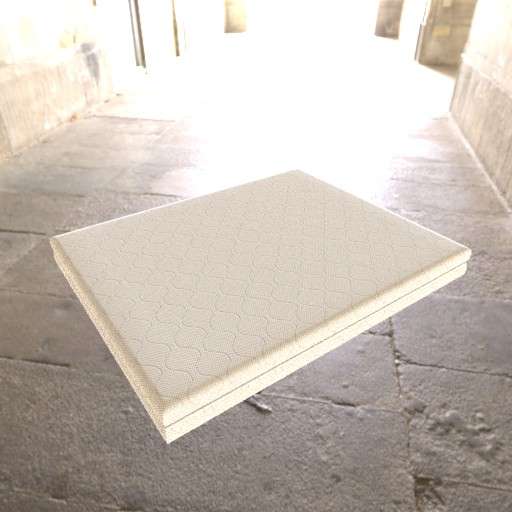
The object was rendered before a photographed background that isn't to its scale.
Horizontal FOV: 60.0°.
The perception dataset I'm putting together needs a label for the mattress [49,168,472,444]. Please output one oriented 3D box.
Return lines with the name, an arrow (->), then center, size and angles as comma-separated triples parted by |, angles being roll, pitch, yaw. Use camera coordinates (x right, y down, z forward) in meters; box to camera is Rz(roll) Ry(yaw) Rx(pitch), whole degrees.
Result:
mattress -> 0.000, 0.000, 2.715 | 2.000, 0.200, 1.600 | -21, 38, -29
